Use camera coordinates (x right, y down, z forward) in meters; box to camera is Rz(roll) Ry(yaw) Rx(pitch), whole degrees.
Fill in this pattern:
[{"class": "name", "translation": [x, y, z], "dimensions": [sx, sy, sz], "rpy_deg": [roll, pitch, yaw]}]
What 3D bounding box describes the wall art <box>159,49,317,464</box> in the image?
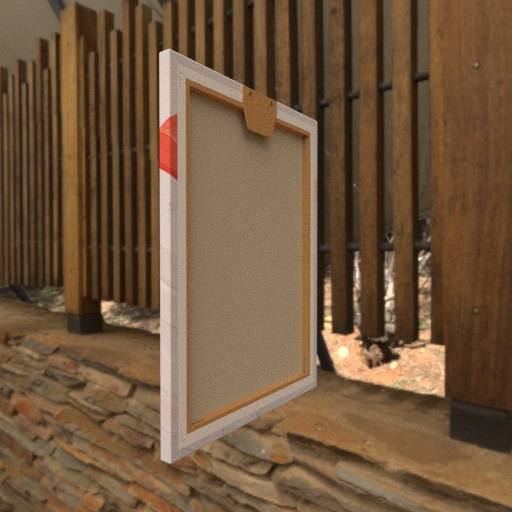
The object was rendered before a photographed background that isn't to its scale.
[{"class": "wall art", "translation": [0.000, 0.000, 1.396], "dimensions": [0.045, 1.014, 0.759], "rpy_deg": [1, 1, 36]}]
